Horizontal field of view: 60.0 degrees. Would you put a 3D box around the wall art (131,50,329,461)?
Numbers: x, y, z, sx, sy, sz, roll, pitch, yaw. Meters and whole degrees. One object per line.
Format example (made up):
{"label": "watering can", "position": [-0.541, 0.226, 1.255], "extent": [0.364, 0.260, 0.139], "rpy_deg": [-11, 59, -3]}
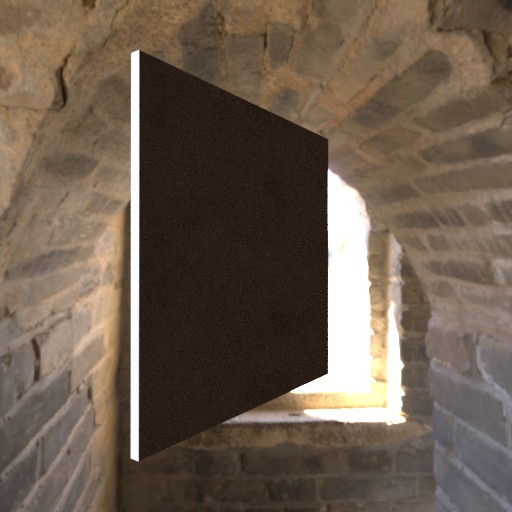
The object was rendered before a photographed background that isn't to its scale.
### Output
{"label": "wall art", "position": [0.000, 0.000, 0.984], "extent": [0.020, 0.661, 0.664], "rpy_deg": [0, 0, 36]}
